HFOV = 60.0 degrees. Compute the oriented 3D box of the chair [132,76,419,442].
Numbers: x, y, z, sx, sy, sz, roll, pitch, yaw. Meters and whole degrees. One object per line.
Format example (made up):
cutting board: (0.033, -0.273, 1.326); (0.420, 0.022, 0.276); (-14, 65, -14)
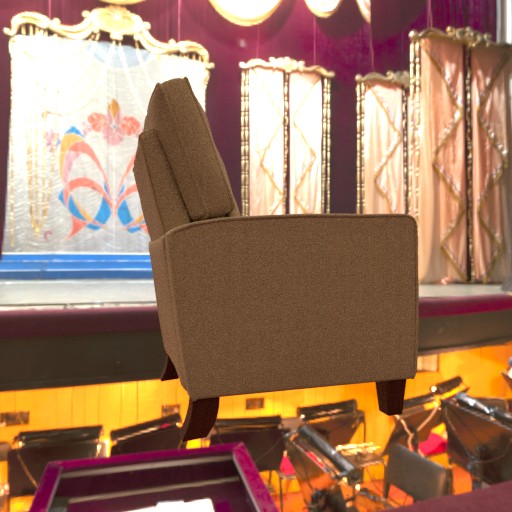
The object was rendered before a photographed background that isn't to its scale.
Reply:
chair: (0.000, 0.000, 1.419); (0.754, 0.888, 0.648); (0, 0, -17)
